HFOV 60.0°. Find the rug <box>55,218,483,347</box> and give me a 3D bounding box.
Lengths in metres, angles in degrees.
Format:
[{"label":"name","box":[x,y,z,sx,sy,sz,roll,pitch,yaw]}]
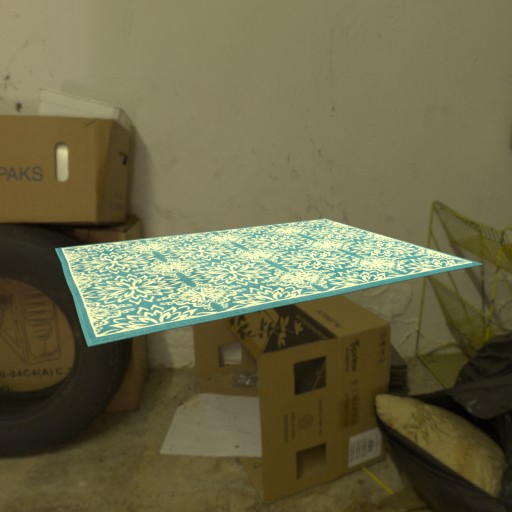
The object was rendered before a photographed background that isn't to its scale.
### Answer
[{"label":"rug","box":[0.000,0.000,2.780,2.205,0.012,1.554,-8,18,-26]}]
